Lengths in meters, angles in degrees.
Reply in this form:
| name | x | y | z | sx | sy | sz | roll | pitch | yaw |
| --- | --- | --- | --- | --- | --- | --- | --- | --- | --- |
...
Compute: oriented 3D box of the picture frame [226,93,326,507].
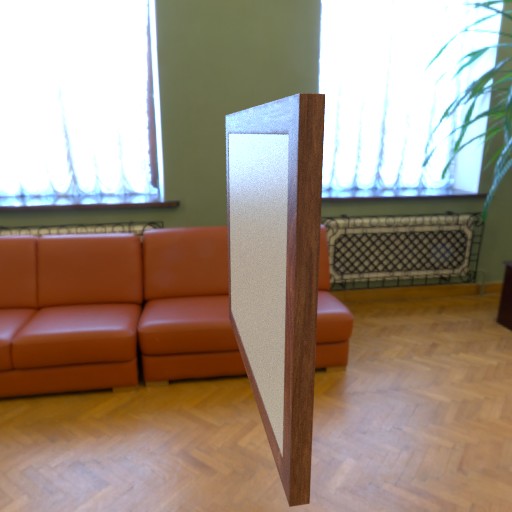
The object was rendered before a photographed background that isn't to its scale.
| name | x | y | z | sx | sy | sz | roll | pitch | yaw |
| --- | --- | --- | --- | --- | --- | --- | --- | --- | --- |
| picture frame | 0.000 | 0.000 | 0.726 | 0.025 | 0.457 | 0.559 | -3 | 16 | -10 |
